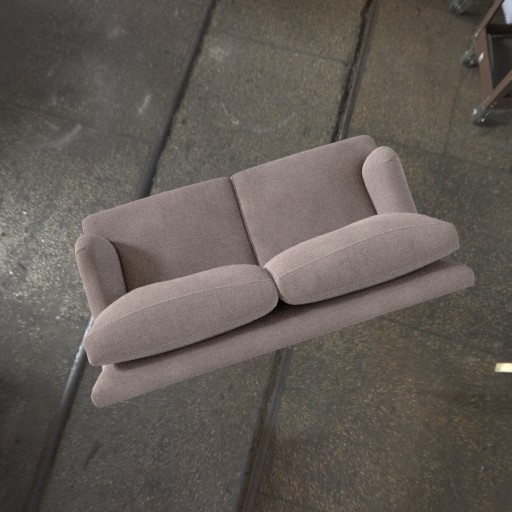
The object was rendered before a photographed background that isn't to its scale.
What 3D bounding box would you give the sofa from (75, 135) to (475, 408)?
[{"bbox_3d":[0.000,0.000,2.501,1.853,1.101,1.084,-17,76,-4],"label":"sofa"}]
